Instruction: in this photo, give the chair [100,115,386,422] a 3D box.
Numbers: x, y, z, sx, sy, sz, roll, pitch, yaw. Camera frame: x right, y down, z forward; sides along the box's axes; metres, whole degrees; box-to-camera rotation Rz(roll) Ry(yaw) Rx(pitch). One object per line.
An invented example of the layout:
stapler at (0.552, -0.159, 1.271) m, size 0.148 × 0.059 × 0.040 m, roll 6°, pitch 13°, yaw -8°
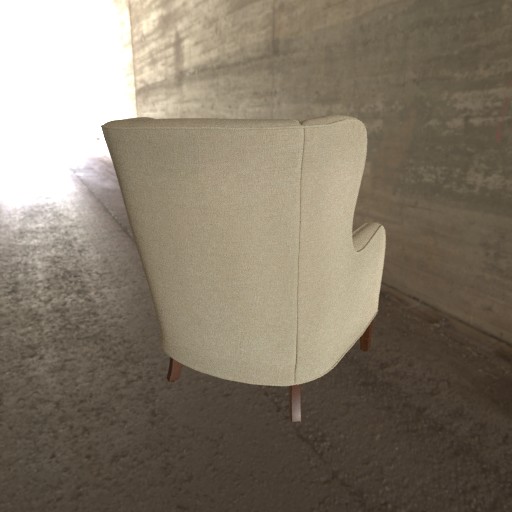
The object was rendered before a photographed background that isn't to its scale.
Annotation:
chair at (0.000, 0.000, 1.738) m, size 0.838 × 1.040 × 0.966 m, roll 9°, pitch 18°, yaw 27°
